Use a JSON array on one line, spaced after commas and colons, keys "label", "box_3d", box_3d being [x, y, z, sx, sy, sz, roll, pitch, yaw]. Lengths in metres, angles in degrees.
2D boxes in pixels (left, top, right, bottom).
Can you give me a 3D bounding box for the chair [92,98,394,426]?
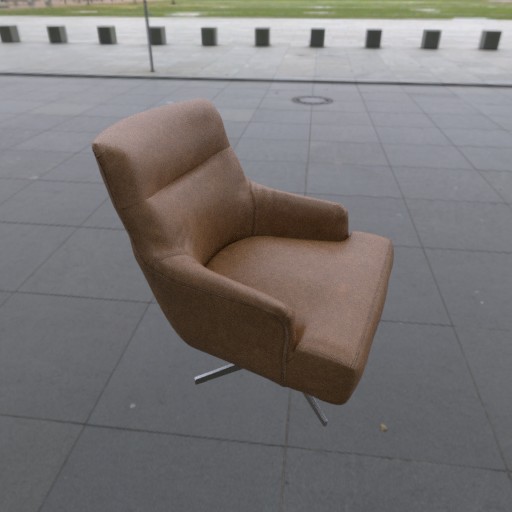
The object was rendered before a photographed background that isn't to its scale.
[{"label": "chair", "box_3d": [0.000, 0.000, 1.500, 0.874, 0.869, 0.729, 12, 33, 19]}]
